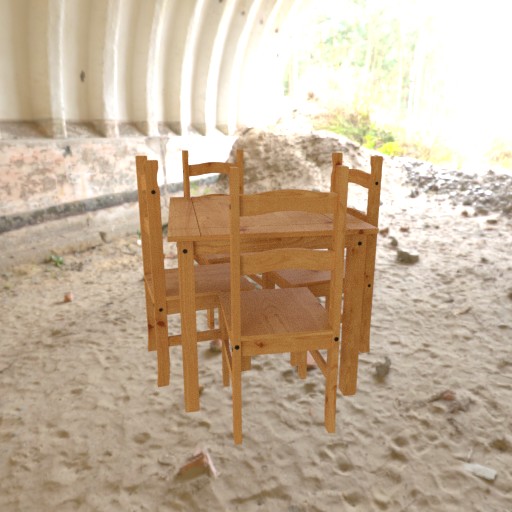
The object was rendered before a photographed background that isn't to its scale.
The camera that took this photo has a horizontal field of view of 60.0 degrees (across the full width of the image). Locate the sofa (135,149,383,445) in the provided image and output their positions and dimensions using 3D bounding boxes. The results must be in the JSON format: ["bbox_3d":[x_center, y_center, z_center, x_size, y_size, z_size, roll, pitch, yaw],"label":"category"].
[{"bbox_3d":[0.000,0.000,2.253,1.144,1.000,1.529,-3,16,-10],"label":"sofa"}]
